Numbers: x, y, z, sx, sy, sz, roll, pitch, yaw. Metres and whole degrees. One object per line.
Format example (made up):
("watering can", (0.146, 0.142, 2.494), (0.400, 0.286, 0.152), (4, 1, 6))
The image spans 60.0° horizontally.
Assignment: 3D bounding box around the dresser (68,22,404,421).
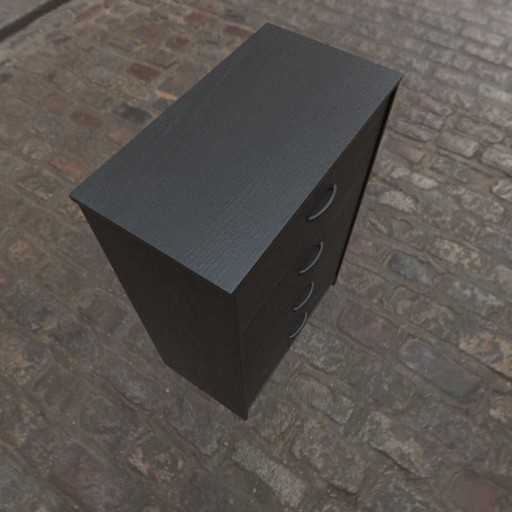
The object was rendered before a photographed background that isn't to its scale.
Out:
("dresser", (0.000, 0.000, 1.376), (0.398, 1.020, 0.700), (30, 63, 17))
